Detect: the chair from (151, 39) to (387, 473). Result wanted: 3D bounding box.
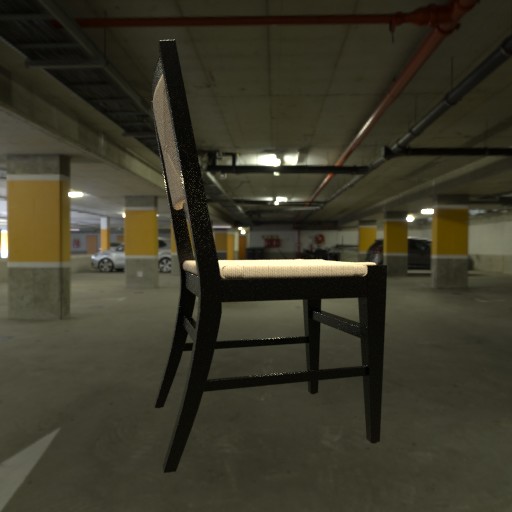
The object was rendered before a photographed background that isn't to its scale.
[{"bbox_3d":[0.000,0.000,1.218,0.552,0.927,0.437,0,1,-16],"label":"chair"}]
